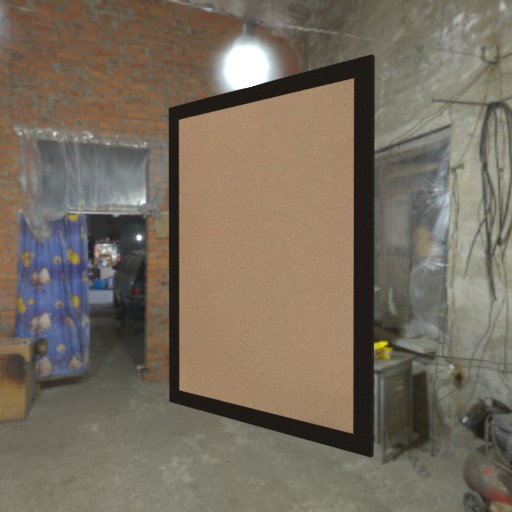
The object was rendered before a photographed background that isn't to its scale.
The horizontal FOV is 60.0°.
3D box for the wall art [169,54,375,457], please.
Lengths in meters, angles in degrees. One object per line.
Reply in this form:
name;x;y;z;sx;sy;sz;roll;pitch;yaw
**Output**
wall art;0.000;0.000;0.694;0.379;0.530;0.008;0;1;35
